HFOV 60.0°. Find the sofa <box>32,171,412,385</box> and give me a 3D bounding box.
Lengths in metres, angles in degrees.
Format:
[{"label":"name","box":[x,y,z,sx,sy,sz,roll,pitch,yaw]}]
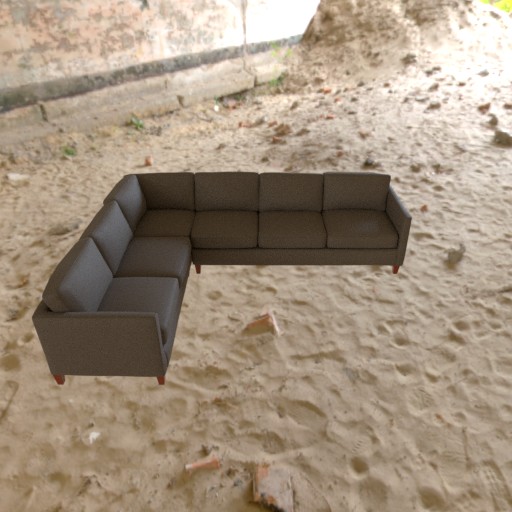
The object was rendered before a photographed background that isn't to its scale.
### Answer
[{"label":"sofa","box":[0.000,0.000,4.415,3.302,0.947,2.593,0,32,0]}]
